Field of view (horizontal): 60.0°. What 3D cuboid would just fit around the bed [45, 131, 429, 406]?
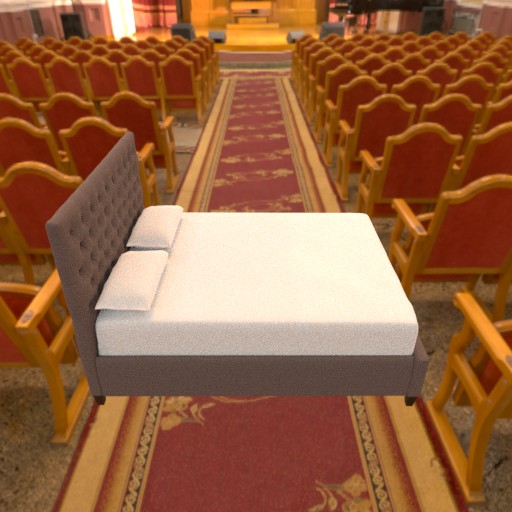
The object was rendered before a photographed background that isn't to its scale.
[{"bbox_3d":[0.000,0.000,3.379,2.233,1.426,1.696,0,32,0],"label":"bed"}]
